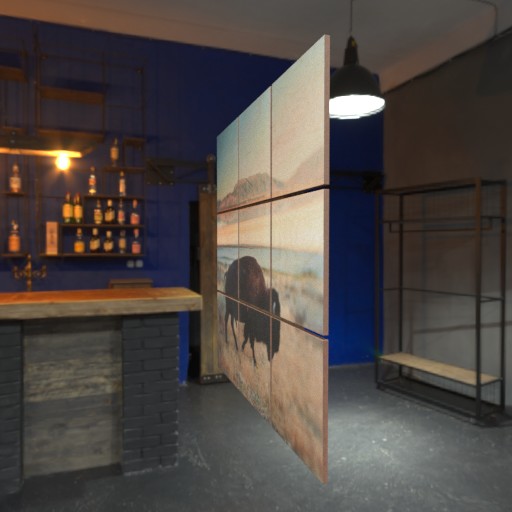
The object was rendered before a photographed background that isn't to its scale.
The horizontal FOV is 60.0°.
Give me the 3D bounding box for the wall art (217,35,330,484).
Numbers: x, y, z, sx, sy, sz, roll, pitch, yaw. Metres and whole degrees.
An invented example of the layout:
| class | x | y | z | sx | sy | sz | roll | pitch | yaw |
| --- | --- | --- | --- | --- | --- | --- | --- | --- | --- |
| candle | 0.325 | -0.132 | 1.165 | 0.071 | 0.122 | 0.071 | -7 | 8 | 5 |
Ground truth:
| class | x | y | z | sx | sy | sz | roll | pitch | yaw |
| --- | --- | --- | --- | --- | --- | --- | --- | --- | --- |
| wall art | 0.000 | 0.000 | 1.323 | 0.018 | 0.904 | 0.906 | -1 | 2 | -19 |
